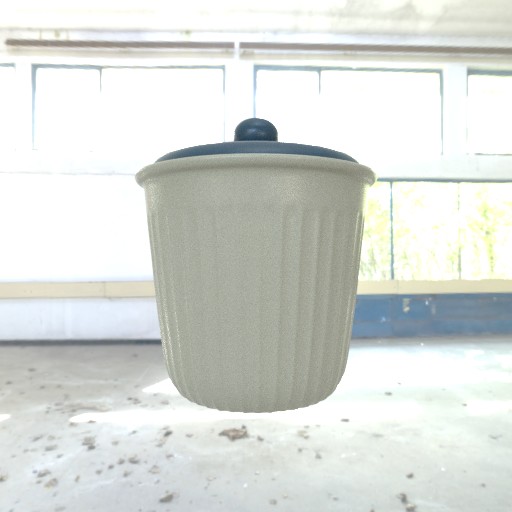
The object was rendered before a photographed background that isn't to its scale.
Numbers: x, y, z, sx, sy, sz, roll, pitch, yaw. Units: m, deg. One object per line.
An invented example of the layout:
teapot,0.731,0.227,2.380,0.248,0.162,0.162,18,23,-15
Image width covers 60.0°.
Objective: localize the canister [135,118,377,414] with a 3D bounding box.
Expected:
canister,0.000,0.000,0.343,0.181,0.211,0.181,0,0,0
